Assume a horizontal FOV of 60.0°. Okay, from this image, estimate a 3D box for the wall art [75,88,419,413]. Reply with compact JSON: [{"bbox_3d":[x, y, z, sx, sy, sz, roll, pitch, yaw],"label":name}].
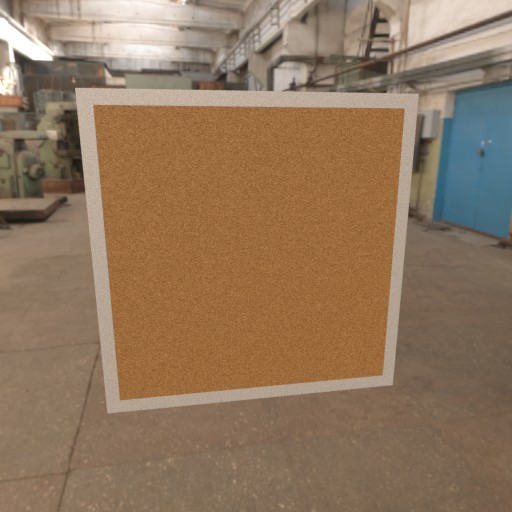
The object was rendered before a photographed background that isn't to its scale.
[{"bbox_3d":[0.000,0.000,0.730,0.507,0.508,0.038,-3,15,-10],"label":"wall art"}]
